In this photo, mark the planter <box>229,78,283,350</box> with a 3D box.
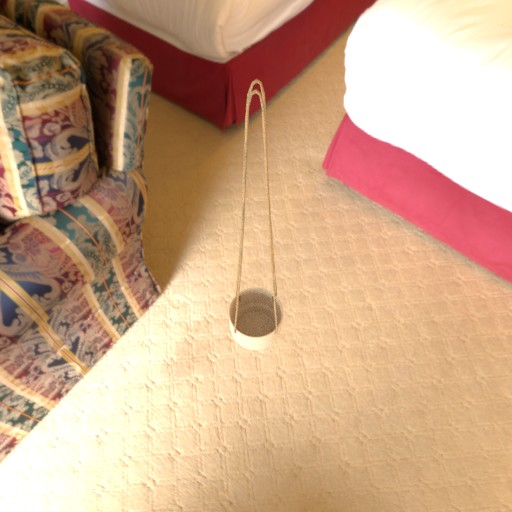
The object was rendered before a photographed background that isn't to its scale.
[{"bbox_3d":[0.000,0.000,0.923,0.146,0.841,0.146,1,59,0],"label":"planter"}]
